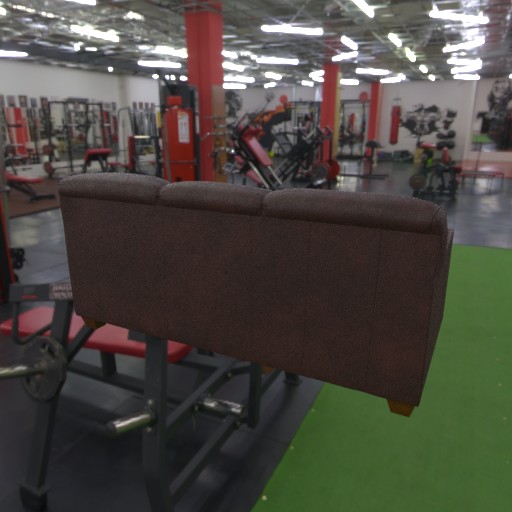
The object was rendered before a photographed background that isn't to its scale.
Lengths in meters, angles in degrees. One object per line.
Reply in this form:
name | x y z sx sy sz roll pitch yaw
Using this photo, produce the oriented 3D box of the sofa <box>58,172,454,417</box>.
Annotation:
sofa | 0.000 0.000 2.552 2.039 0.953 1.008 8 19 26
